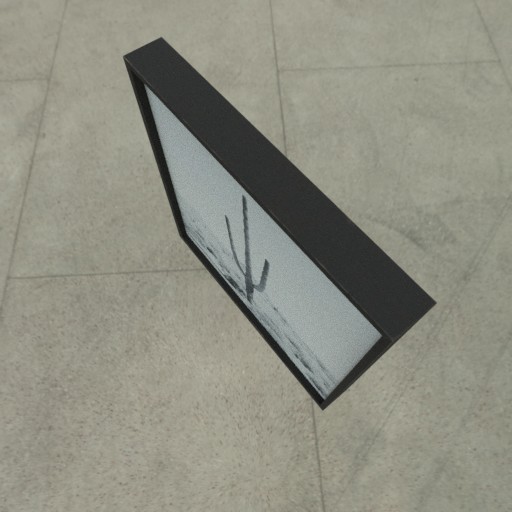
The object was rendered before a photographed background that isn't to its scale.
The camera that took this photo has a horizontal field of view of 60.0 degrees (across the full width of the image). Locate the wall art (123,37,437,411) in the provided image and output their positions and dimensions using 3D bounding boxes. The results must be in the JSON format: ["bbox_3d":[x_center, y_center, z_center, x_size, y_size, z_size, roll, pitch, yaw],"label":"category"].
[{"bbox_3d":[0.000,0.000,0.452,0.038,0.305,0.305,-35,69,-16],"label":"wall art"}]
